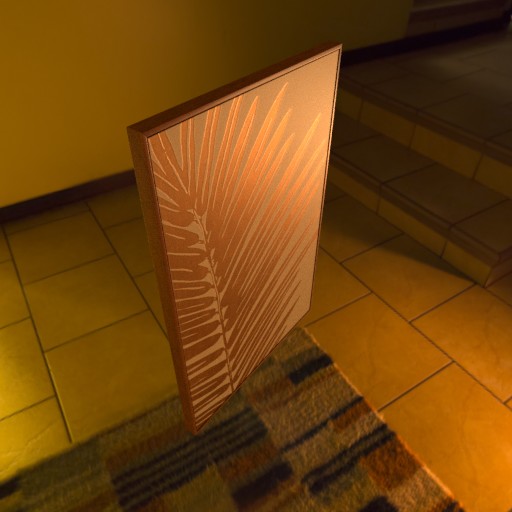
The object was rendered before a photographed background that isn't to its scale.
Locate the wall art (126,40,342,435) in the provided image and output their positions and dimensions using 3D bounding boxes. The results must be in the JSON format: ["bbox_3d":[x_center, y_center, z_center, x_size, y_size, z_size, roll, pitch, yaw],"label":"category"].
[{"bbox_3d":[0.000,0.000,1.156,0.037,0.914,0.610,27,47,28],"label":"wall art"}]
